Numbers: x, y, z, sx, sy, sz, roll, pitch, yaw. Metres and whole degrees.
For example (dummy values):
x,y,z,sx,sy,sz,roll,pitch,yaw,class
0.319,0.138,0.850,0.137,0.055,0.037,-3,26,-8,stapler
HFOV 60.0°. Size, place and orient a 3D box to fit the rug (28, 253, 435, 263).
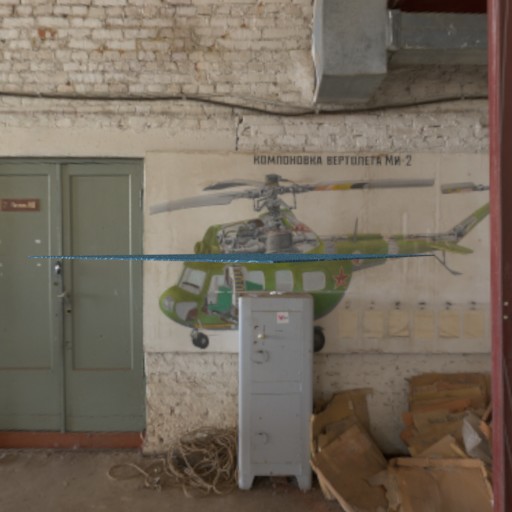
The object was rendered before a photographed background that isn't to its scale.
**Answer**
x,y,z,sx,sy,sz,roll,pitch,yaw,class
0.000,0.000,4.141,2.432,0.012,3.033,1,1,36,rug
